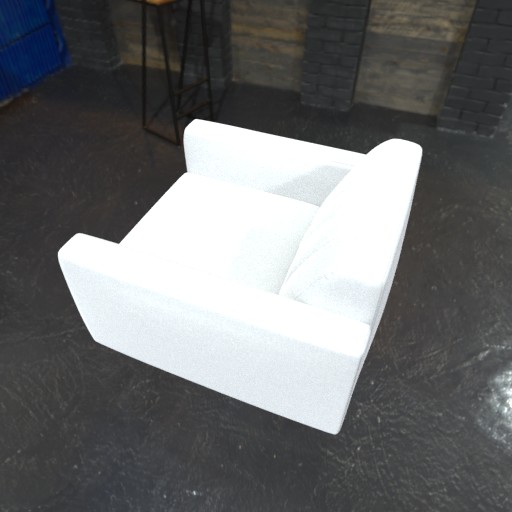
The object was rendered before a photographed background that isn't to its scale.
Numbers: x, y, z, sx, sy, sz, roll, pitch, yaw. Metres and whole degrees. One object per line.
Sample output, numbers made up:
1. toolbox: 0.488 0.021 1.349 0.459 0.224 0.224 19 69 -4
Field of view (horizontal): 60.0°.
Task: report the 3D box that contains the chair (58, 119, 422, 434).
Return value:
1. chair: 0.000 0.000 1.686 0.998 0.819 0.953 16 48 16
